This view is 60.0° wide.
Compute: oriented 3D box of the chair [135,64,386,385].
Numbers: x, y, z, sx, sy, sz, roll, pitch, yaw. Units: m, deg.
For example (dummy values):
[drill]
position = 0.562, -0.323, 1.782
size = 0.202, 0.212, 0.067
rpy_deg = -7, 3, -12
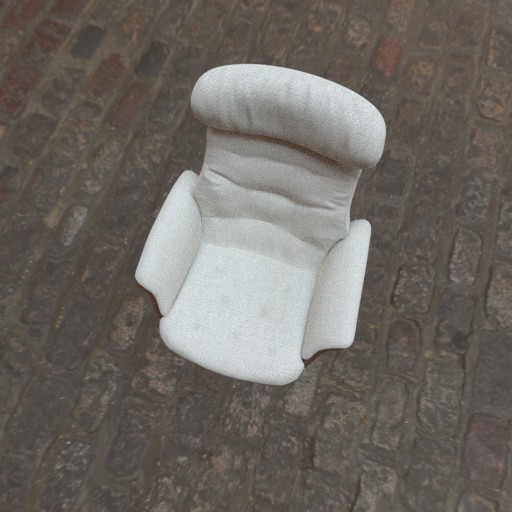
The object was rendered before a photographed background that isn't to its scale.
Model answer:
[chair]
position = 0.000, 0.000, 1.557
size = 0.785, 0.995, 0.837
rpy_deg = 17, 75, 5
